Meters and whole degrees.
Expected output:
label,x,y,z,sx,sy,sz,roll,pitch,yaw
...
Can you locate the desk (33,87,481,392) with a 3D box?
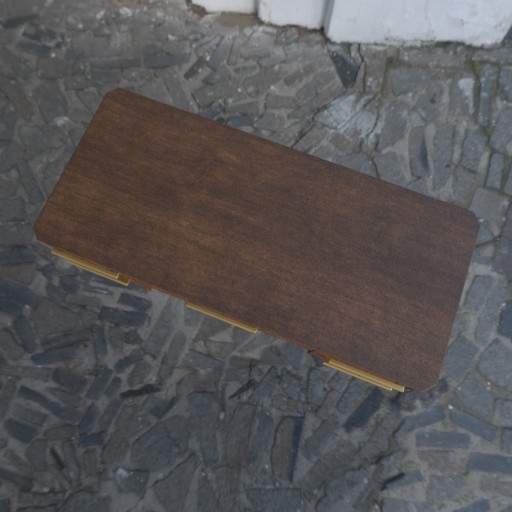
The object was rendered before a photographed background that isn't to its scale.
label,x,y,z,sx,sy,sz,roll,pitch,yaw
desk,0.000,0.000,1.939,1.479,0.762,0.684,21,76,5
